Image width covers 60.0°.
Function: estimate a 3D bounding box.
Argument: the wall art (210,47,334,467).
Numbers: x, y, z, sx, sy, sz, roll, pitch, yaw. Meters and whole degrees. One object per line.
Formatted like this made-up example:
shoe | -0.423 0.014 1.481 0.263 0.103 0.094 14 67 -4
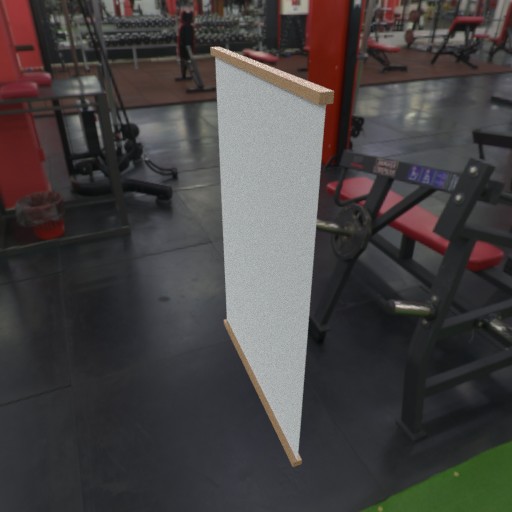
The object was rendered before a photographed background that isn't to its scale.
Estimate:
wall art | 0.000 0.000 0.634 0.013 0.510 0.335 -11 33 -17
